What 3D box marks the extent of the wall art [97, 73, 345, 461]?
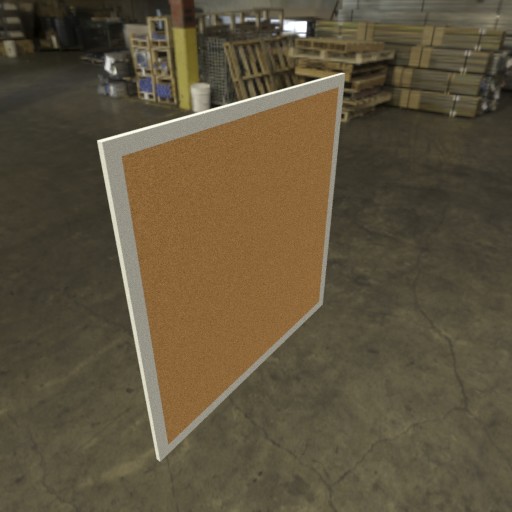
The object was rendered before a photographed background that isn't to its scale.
[{"bbox_3d":[0.000,0.000,1.183,0.013,0.813,0.812,21,37,31],"label":"wall art"}]
